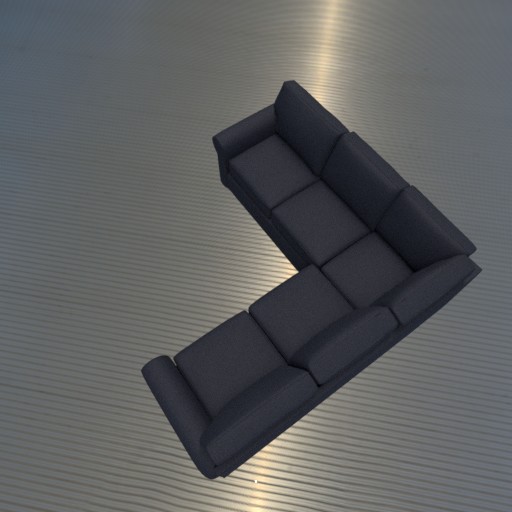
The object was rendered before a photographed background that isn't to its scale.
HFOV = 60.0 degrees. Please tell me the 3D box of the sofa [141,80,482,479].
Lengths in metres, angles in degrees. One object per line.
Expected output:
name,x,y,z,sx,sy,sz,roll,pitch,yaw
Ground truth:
sofa,0.000,0.000,3.799,2.562,1.042,2.487,-33,68,-15
